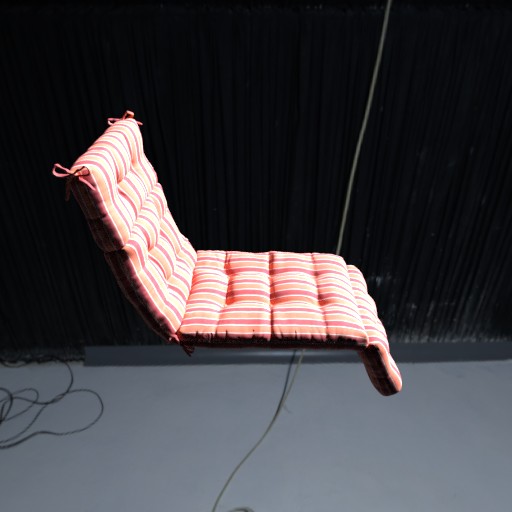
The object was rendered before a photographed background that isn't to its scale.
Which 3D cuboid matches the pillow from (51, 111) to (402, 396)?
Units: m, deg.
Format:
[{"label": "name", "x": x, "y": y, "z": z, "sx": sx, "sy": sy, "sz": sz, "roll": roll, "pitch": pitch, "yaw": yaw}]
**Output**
[{"label": "pillow", "x": 0.000, "y": 0.000, "z": 1.518, "sx": 1.016, "sy": 0.863, "sz": 0.526, "roll": 0, "pitch": 32, "yaw": 0}]
